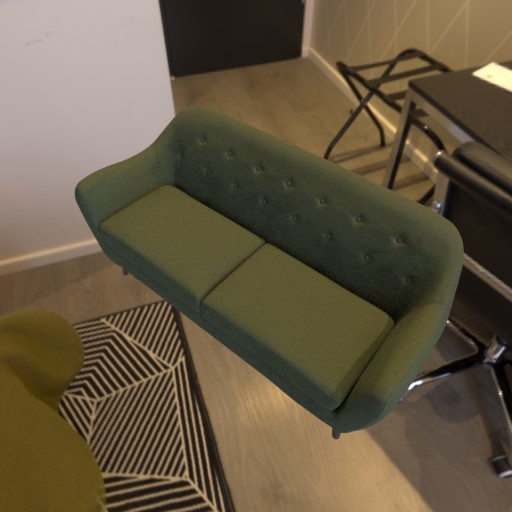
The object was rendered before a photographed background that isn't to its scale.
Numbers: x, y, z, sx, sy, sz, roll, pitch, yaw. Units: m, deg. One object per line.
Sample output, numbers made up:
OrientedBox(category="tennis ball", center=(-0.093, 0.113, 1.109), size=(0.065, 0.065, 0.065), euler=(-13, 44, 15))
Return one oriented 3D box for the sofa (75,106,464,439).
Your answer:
OrientedBox(category="sofa", center=(0.000, 0.000, 2.226), size=(1.840, 0.836, 0.820), euler=(32, 55, 26))
